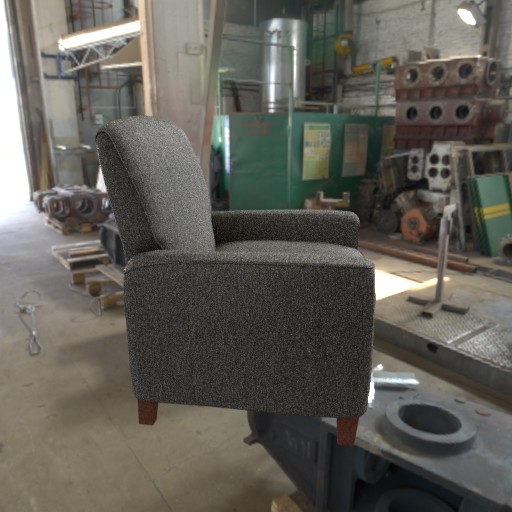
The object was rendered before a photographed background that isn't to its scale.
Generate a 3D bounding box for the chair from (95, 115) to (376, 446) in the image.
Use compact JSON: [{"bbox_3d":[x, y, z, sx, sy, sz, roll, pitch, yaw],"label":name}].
[{"bbox_3d":[0.000,0.000,1.673,0.864,1.014,0.848,2,16,8],"label":"chair"}]
